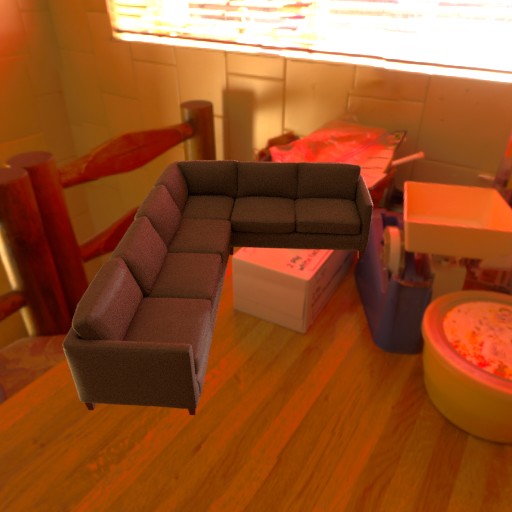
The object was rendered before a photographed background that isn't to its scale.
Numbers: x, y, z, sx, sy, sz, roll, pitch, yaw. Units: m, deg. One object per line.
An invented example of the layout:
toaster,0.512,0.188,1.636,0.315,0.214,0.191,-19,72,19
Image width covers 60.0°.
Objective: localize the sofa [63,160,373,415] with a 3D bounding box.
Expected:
sofa,0.000,0.000,4.507,2.593,0.947,3.302,2,33,3
